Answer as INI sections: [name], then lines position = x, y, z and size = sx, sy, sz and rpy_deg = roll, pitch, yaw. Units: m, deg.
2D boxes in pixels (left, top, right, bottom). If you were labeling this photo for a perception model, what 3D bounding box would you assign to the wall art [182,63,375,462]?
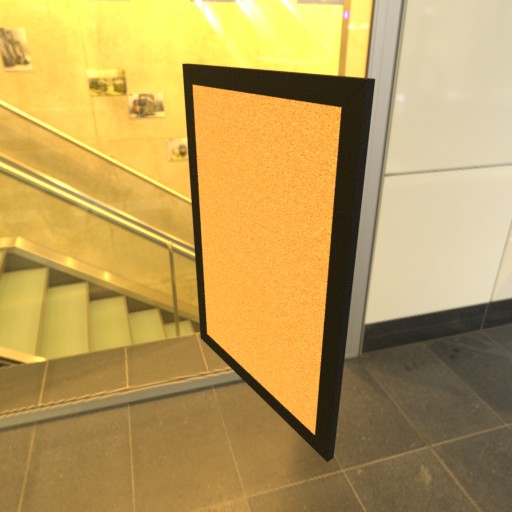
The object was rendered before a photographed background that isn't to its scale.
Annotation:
[wall art]
position = 0.000, 0.000, 0.590
size = 0.011, 0.459, 0.326
rpy_deg = -18, 31, -32
